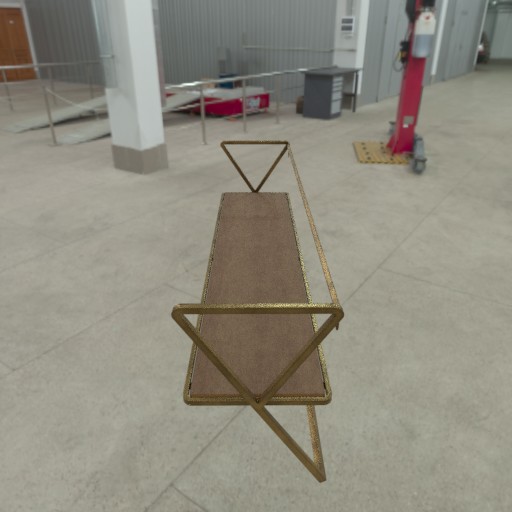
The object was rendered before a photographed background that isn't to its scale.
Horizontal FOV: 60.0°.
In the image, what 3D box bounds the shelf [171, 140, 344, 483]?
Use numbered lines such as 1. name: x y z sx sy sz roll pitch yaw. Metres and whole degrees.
1. shelf: 0.000 0.000 0.717 0.150 0.229 0.645 0 27 0
